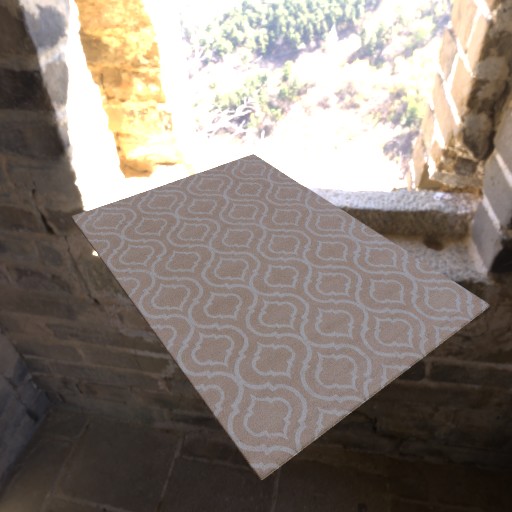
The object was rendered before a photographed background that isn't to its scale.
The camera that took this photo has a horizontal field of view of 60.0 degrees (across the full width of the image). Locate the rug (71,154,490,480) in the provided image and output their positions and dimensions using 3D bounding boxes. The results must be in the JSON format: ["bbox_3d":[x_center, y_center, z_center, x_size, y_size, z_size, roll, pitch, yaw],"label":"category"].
[{"bbox_3d":[0.000,0.000,2.666,1.524,0.010,2.134,-25,46,-27],"label":"rug"}]
